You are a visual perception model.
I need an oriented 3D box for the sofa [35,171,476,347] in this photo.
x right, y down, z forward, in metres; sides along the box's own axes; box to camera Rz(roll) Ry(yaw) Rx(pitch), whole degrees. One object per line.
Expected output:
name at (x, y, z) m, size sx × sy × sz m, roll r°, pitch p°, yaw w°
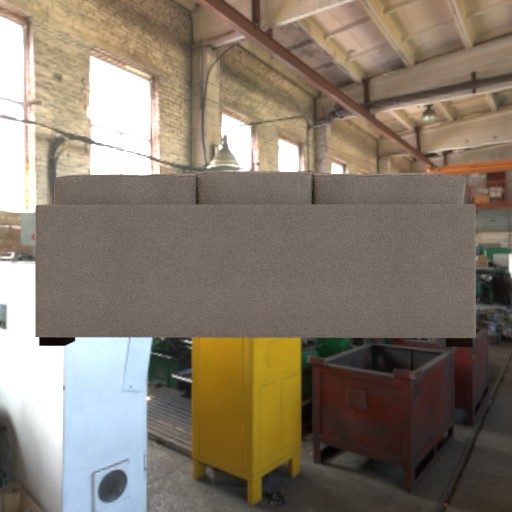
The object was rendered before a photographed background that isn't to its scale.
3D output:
sofa at (0.000, 0.000, 2.827) m, size 2.087 × 0.861 × 1.496 m, roll 0°, pitch 0°, yaw 1°
